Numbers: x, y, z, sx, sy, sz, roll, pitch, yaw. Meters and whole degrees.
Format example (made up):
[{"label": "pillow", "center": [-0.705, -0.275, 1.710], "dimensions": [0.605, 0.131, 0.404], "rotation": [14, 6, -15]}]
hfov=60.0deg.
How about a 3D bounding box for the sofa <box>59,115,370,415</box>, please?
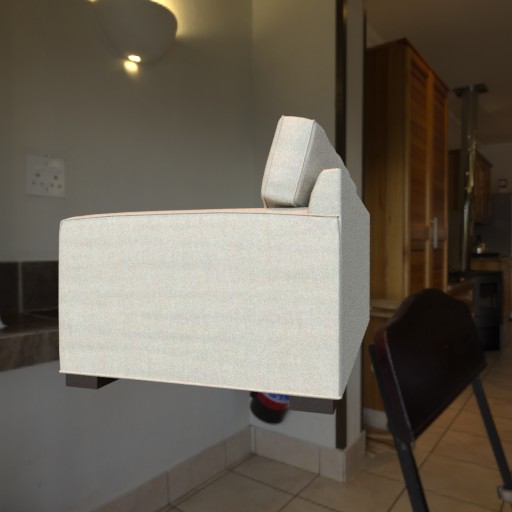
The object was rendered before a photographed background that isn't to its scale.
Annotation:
[{"label": "sofa", "center": [0.000, 0.000, 2.035], "dimensions": [0.942, 0.853, 1.484], "rotation": [0, 1, 17]}]
